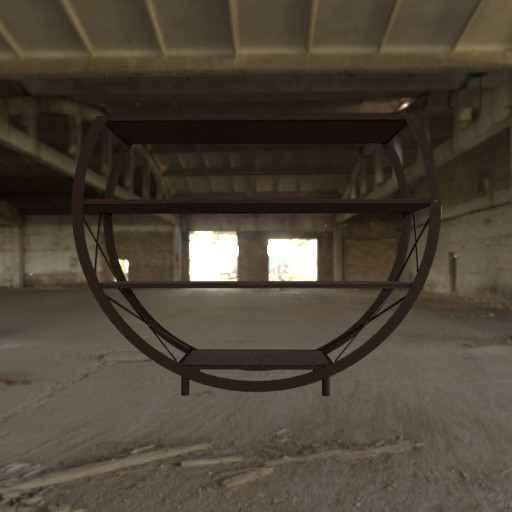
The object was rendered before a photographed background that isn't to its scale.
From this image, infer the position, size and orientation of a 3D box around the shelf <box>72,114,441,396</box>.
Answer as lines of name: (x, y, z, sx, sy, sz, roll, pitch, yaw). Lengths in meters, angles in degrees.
shelf: (0.000, 0.000, 1.844, 1.403, 1.063, 0.344, 0, -1, 1)
